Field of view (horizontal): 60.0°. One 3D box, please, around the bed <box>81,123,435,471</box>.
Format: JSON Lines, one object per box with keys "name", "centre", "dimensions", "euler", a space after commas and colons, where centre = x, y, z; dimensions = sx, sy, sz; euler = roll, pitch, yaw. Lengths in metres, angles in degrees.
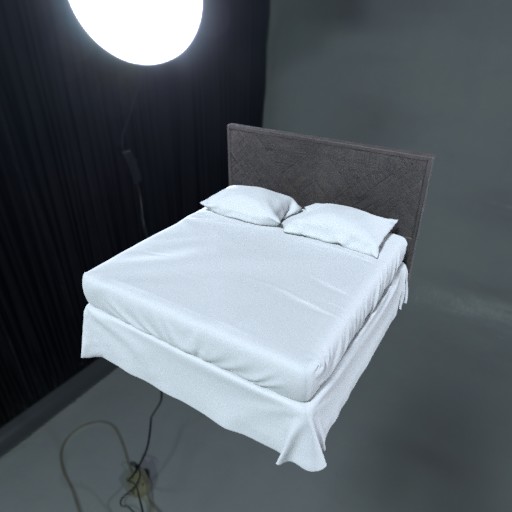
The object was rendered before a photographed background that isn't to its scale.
{"name": "bed", "centre": [0.000, 0.000, 2.876], "dimensions": [1.772, 1.142, 1.785], "euler": [17, 34, 27]}
